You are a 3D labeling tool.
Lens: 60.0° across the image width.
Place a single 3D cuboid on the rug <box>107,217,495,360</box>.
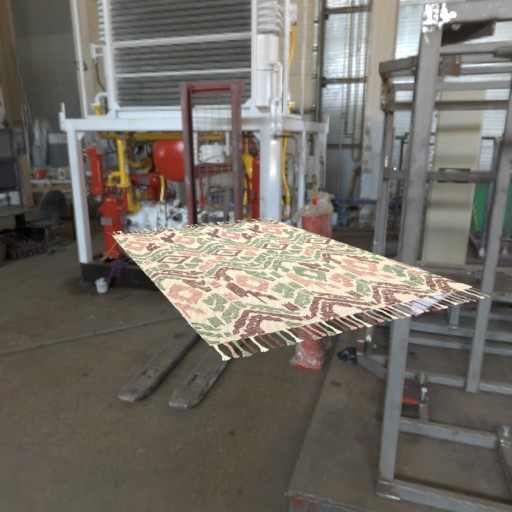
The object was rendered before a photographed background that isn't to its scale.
[{"bbox_3d":[0.000,0.000,2.941,1.524,0.011,2.438,-8,17,-26],"label":"rug"}]
